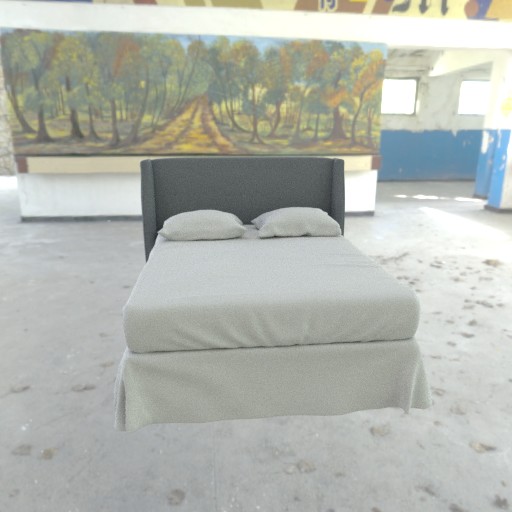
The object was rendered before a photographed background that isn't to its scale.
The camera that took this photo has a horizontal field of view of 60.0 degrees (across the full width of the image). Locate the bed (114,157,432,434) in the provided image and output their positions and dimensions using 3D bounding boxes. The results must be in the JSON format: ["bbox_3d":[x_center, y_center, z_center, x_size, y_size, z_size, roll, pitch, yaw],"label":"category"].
[{"bbox_3d":[0.000,0.000,3.337,1.925,1.332,2.276,-2,16,-6],"label":"bed"}]
